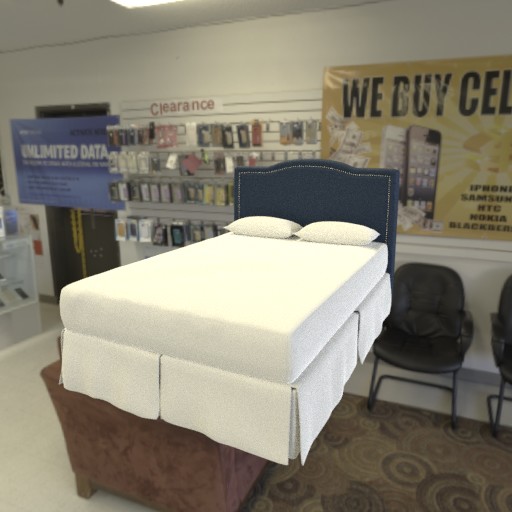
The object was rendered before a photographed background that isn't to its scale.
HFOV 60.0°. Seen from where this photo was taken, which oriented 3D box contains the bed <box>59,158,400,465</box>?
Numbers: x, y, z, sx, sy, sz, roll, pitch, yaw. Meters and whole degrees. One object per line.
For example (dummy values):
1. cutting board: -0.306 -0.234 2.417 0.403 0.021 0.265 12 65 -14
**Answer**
1. bed: 0.000 0.000 3.433 1.741 1.441 2.507 7 15 26
